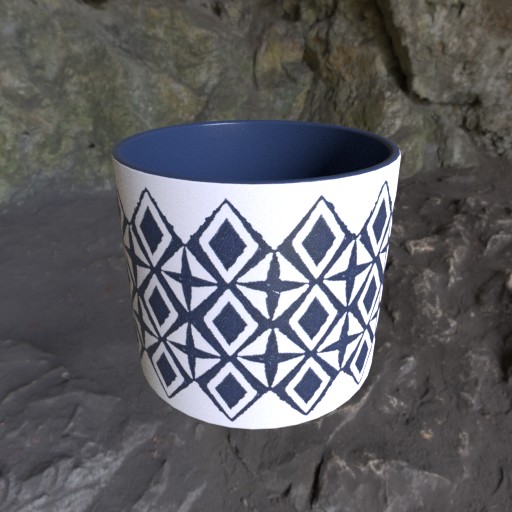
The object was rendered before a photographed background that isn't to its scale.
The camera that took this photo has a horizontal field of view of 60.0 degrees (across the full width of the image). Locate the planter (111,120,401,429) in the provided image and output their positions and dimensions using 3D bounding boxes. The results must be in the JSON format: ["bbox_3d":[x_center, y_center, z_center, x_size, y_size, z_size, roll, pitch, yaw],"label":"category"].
[{"bbox_3d":[0.000,0.000,0.323,0.182,0.165,0.182,0,26,0],"label":"planter"}]
